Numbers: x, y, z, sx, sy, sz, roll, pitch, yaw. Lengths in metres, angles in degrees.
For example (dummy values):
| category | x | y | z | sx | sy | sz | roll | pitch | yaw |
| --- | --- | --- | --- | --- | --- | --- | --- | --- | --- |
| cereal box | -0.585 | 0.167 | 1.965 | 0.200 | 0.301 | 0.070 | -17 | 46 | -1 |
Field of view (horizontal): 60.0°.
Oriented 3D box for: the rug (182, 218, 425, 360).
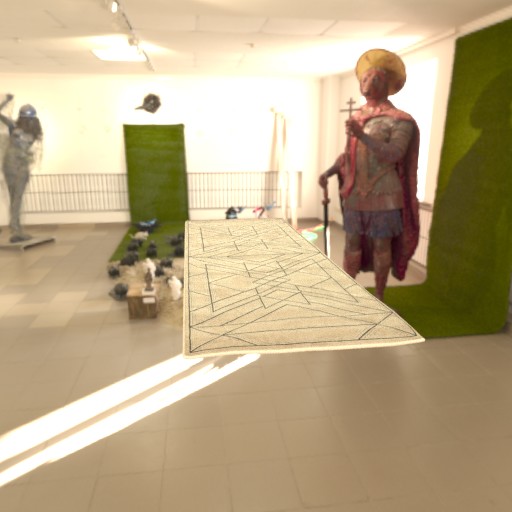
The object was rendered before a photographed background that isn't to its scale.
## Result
| category | x | y | z | sx | sy | sz | roll | pitch | yaw |
| --- | --- | --- | --- | --- | --- | --- | --- | --- | --- |
| rug | 0.000 | 0.000 | 2.602 | 0.831 | 0.036 | 2.381 | -2 | 15 | -8 |
